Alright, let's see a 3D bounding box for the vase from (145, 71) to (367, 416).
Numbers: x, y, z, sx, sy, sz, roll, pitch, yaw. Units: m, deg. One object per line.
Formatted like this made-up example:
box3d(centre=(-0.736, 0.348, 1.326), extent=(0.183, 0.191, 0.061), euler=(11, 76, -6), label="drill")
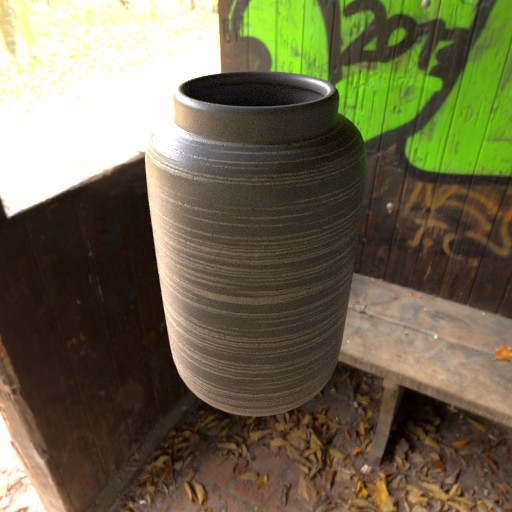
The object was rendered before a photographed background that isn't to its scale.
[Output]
box3d(centre=(0.000, 0.000, 0.682), extent=(0.297, 0.499, 0.297), euler=(0, 33, 0), label="vase")
